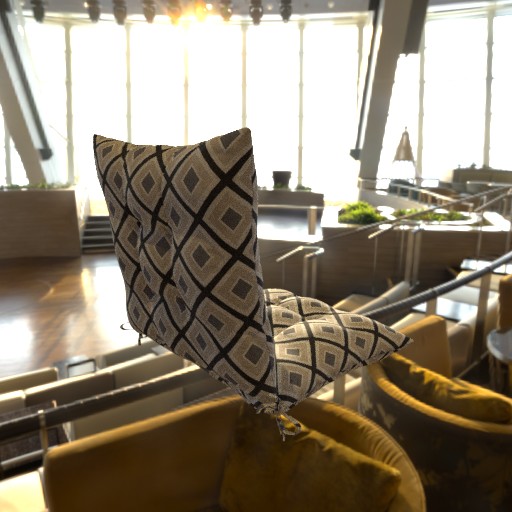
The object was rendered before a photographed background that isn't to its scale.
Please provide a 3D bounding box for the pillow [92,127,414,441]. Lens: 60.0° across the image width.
[{"bbox_3d":[0.000,0.000,1.004,0.585,0.536,0.541,-12,18,-41],"label":"pillow"}]
